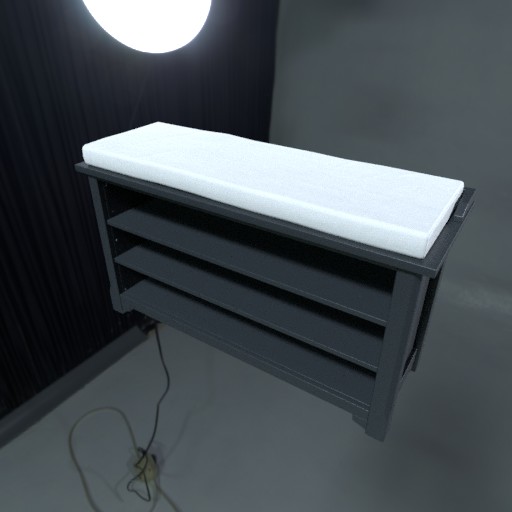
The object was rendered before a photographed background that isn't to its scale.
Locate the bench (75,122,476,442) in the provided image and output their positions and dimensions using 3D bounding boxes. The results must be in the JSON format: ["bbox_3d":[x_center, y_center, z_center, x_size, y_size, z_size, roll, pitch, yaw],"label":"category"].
[{"bbox_3d":[0.000,0.000,1.233,0.973,0.561,0.345,19,36,28],"label":"bench"}]
